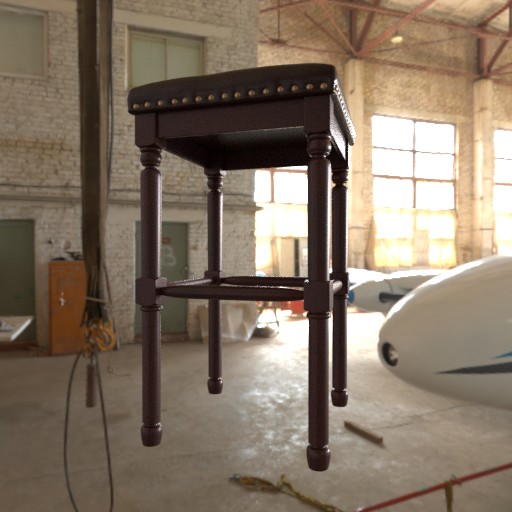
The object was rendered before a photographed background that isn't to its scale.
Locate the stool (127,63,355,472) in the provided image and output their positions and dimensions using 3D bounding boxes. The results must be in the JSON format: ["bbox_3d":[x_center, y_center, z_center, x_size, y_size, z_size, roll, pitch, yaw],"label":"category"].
[{"bbox_3d":[0.000,0.000,0.935,0.382,0.702,0.383,0,1,17],"label":"stool"}]
